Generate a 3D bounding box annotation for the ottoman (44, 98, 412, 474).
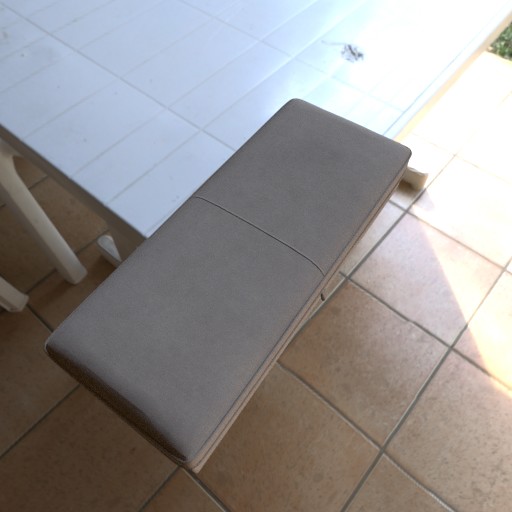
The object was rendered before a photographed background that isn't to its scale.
[{"bbox_3d":[0.000,0.000,2.000,0.735,0.460,1.726,31,62,18],"label":"ottoman"}]
